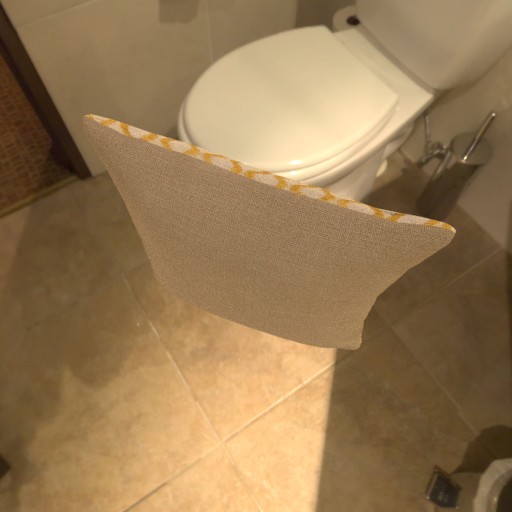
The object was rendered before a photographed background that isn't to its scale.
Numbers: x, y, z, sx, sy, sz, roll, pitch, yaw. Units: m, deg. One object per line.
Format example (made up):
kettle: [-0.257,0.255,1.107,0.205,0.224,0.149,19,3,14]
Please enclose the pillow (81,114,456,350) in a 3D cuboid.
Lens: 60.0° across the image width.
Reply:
pillow: [0.000,0.000,0.667,0.429,0.436,0.159,18,65,9]
